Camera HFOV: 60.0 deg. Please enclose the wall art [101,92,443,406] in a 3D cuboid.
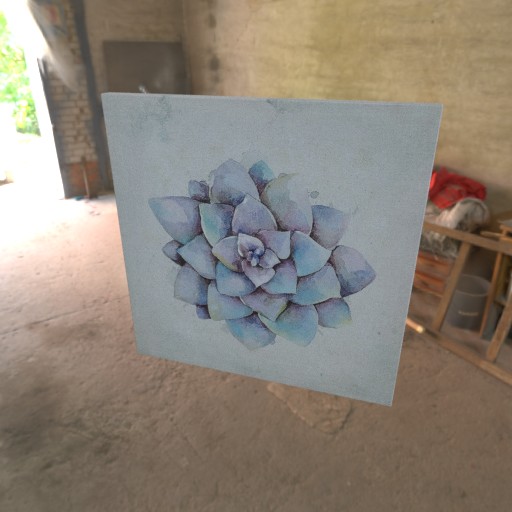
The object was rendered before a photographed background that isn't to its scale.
[{"bbox_3d":[0.000,0.000,1.129,0.762,0.762,0.038,8,26,16],"label":"wall art"}]
